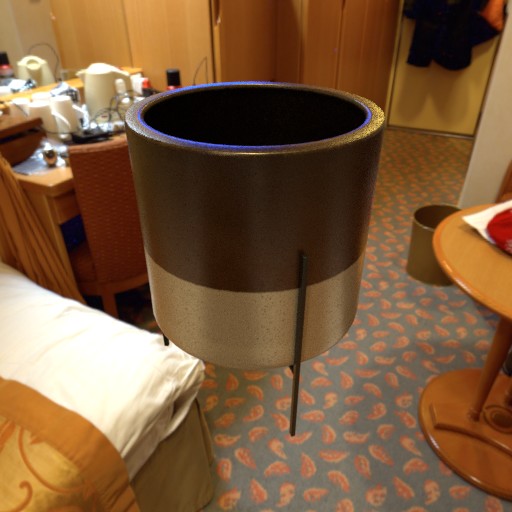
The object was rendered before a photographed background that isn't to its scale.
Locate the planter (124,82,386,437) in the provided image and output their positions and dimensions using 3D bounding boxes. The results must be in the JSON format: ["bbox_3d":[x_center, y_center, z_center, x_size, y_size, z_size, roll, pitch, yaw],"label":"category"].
[{"bbox_3d":[0.000,0.000,0.716,0.345,0.465,0.354,-11,34,-16],"label":"planter"}]
